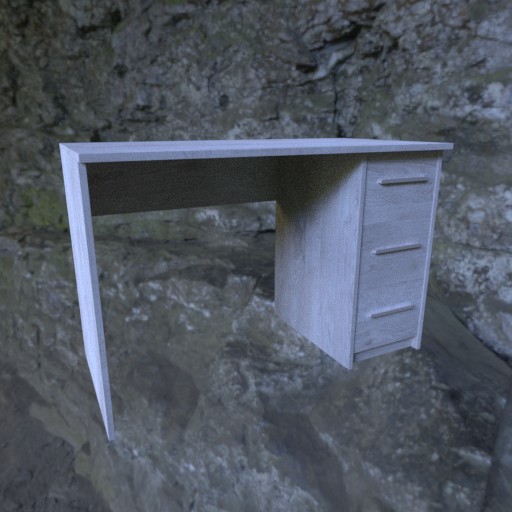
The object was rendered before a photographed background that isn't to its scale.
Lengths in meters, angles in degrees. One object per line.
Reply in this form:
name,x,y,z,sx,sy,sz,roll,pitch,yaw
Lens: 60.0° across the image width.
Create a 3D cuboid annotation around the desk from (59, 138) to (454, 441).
desk,0.000,0.000,1.489,1.097,0.735,0.560,-8,19,-26
